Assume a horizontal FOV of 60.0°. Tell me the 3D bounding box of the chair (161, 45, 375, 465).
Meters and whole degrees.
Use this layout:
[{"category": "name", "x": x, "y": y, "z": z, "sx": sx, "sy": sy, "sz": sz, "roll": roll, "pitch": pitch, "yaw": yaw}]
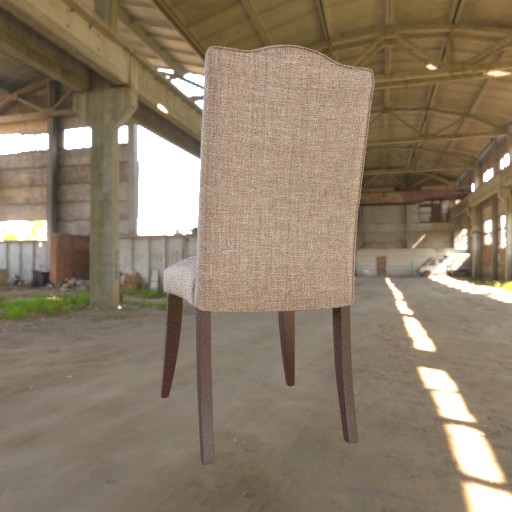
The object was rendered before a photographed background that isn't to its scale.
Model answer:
[{"category": "chair", "x": 0.000, "y": 0.000, "z": 1.368, "sx": 0.513, "sy": 1.016, "sz": 0.660, "roll": 0, "pitch": 0, "yaw": -18}]
